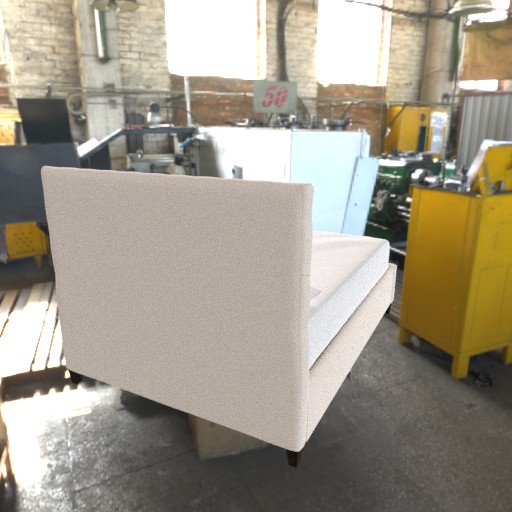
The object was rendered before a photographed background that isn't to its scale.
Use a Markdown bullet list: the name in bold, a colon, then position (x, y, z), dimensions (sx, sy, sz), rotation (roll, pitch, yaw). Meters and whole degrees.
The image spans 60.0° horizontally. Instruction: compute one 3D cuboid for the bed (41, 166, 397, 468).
- **bed**: position (0.000, 0.000, 3.317), dimensions (1.696, 1.426, 2.233), rotation (9, 19, 27)
